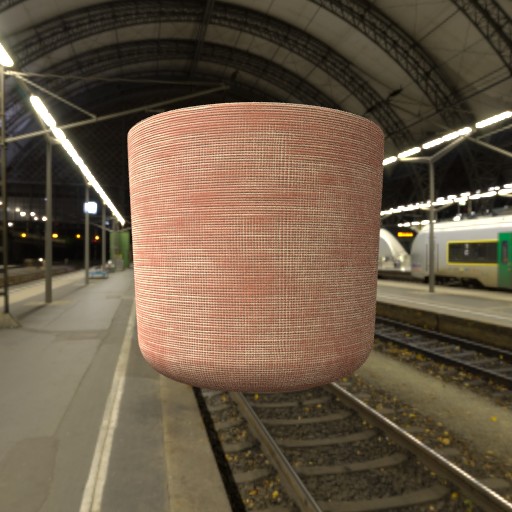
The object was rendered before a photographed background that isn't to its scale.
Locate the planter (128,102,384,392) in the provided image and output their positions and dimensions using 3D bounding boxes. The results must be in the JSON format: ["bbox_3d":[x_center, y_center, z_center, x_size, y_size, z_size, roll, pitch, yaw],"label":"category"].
[{"bbox_3d":[0.000,0.000,0.791,0.440,0.398,0.440,0,0,0],"label":"planter"}]
